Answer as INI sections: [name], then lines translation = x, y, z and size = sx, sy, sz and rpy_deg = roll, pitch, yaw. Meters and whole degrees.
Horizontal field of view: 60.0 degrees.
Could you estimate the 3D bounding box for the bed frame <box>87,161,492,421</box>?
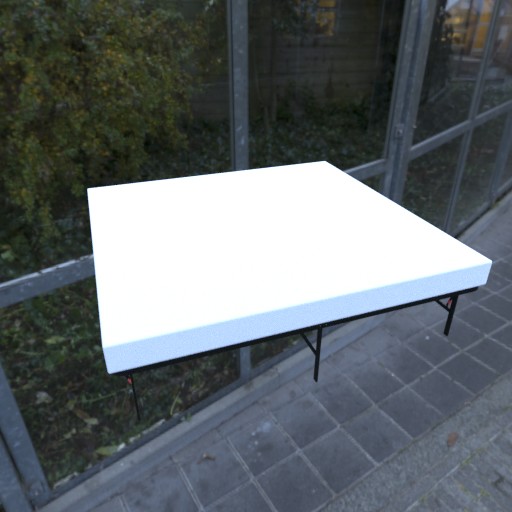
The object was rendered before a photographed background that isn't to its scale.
[bed frame]
translation = 0.000, 0.000, 3.027
size = 2.032, 0.559, 1.930
rpy_deg = -10, 31, -17
